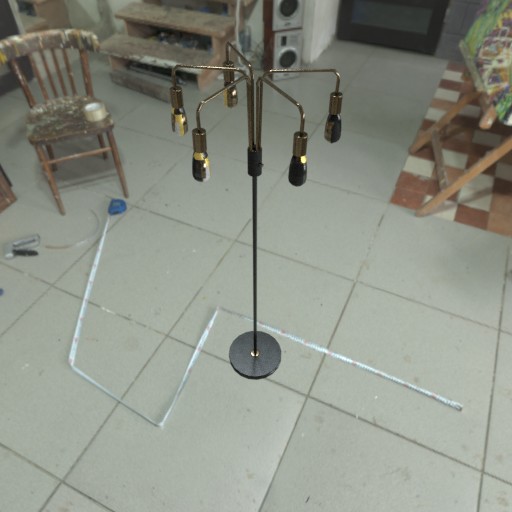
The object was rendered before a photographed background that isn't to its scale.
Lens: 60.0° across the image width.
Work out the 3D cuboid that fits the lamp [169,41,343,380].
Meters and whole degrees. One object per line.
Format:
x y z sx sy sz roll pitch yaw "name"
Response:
0.000 0.000 2.024 0.599 1.721 0.572 -3 47 -3 "lamp"
